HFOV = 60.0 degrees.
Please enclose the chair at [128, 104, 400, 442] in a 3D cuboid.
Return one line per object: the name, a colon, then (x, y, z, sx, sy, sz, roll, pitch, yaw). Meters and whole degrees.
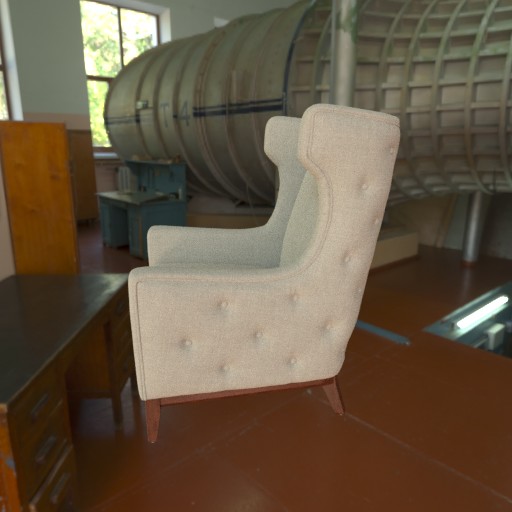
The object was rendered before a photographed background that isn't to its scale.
chair: (0.000, 0.000, 1.728, 0.899, 1.079, 0.778, -2, 15, -8)
